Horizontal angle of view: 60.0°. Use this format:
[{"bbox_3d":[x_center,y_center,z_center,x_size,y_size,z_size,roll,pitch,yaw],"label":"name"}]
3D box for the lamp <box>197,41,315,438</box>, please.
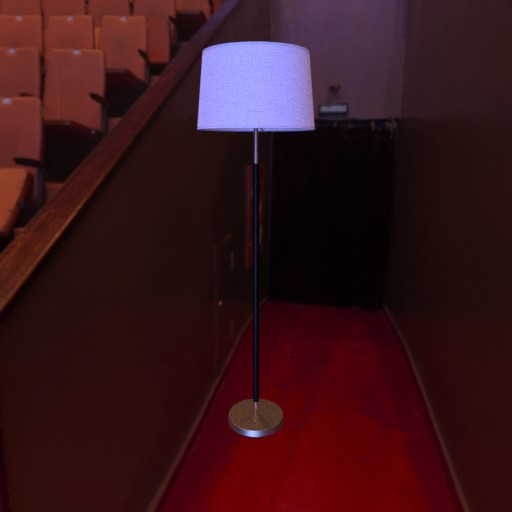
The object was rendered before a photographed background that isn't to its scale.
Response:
[{"bbox_3d":[0.000,0.000,1.712,0.420,1.447,0.420,0,14,0],"label":"lamp"}]
